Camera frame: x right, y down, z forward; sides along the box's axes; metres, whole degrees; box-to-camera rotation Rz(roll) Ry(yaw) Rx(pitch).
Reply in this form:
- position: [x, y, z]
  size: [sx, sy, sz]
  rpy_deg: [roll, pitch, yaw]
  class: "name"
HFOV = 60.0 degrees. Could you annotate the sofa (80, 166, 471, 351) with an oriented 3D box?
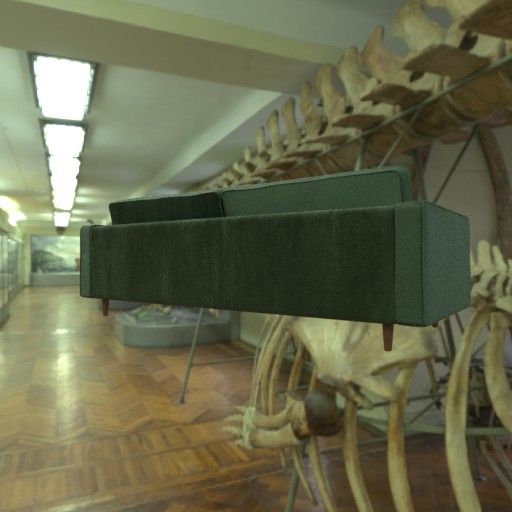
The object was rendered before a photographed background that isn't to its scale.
- position: [0.000, 0.000, 2.630]
  size: [2.199, 0.769, 0.918]
  rpy_deg: [0, 0, 36]
  class: "sofa"
